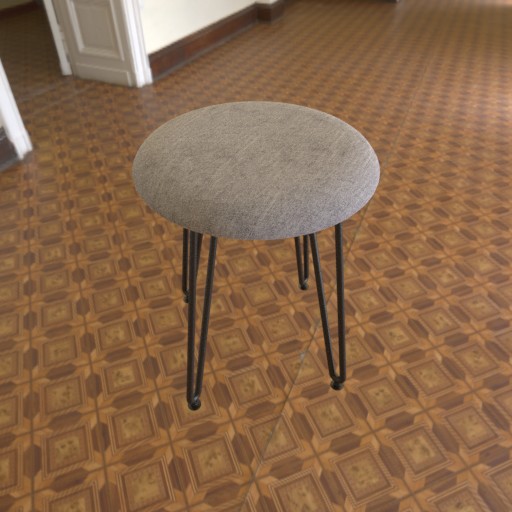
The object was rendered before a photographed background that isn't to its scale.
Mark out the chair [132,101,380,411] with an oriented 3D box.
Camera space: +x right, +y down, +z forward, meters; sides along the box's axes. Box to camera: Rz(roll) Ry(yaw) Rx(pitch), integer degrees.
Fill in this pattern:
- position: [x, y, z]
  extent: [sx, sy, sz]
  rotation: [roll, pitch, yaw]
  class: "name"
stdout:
- position: [0.000, 0.000, 0.668]
  extent: [0.350, 0.386, 0.350]
  rotation: [25, 47, 27]
  class: "chair"
